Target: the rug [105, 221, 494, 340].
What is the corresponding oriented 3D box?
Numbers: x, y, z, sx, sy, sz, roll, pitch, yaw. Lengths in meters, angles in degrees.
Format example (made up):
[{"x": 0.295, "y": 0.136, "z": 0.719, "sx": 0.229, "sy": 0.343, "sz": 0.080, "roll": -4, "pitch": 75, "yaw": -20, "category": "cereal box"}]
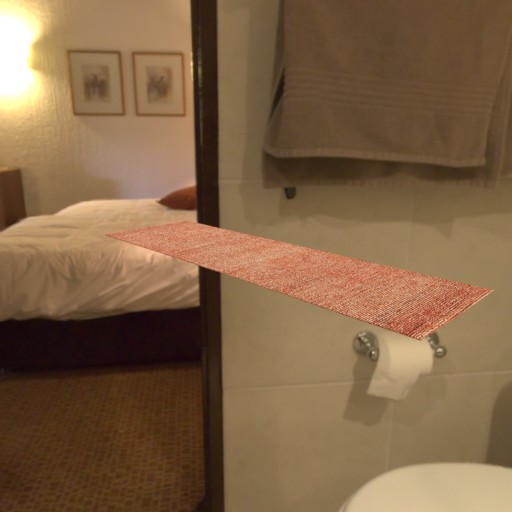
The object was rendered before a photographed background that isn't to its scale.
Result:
[{"x": 0.000, "y": 0.000, "z": 2.567, "sx": 0.718, "sy": 0.013, "sz": 2.353, "roll": -14, "pitch": 21, "yaw": -42, "category": "rug"}]
